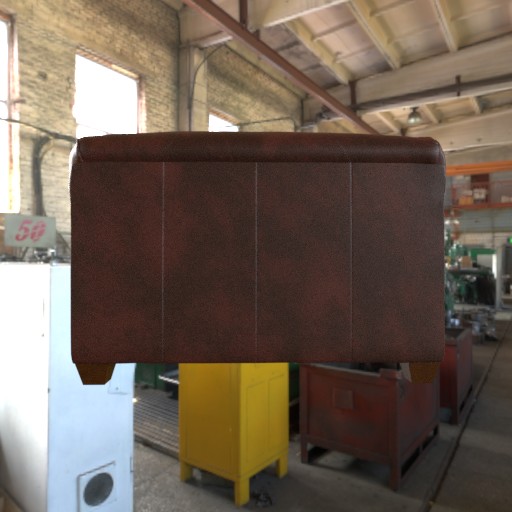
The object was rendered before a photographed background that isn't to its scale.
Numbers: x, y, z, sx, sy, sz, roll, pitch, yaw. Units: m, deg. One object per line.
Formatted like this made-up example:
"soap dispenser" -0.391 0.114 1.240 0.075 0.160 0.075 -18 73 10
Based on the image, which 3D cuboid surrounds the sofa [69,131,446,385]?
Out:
"sofa" 0.000 0.000 2.094 1.413 0.956 1.000 0 0 -1
